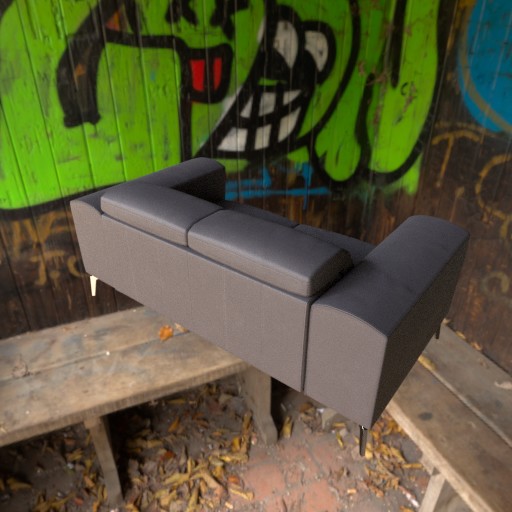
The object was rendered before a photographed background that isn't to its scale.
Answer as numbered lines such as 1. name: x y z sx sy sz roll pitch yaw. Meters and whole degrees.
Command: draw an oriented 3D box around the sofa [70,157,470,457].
1. sofa: 0.000 0.000 2.409 1.895 0.779 1.003 21 36 32
